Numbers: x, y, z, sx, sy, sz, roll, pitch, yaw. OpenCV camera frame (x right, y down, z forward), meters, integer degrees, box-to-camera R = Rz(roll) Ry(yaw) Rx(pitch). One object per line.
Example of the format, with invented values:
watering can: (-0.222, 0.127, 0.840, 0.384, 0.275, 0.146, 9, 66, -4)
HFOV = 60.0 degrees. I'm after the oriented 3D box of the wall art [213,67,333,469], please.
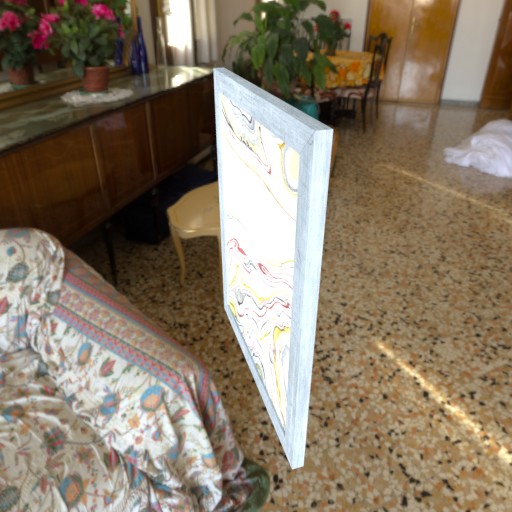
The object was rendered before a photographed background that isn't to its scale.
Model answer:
wall art: (0.000, 0.000, 0.816, 0.022, 0.582, 0.479, -9, 32, -15)
